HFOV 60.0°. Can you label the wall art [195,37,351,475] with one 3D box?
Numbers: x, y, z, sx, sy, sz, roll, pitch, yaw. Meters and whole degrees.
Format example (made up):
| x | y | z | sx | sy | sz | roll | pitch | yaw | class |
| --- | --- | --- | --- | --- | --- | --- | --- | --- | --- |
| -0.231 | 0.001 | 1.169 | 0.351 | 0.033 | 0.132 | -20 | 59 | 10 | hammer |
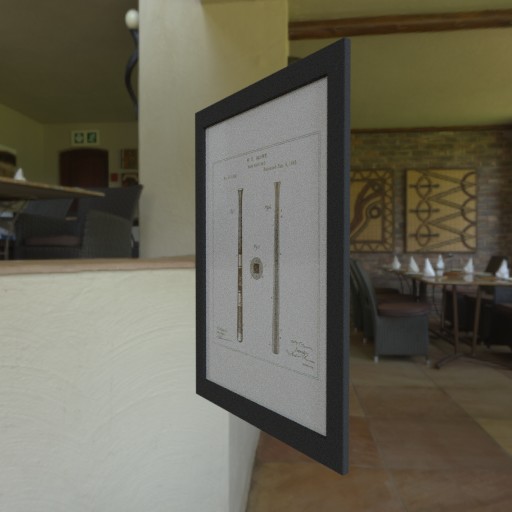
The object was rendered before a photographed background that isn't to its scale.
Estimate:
| x | y | z | sx | sy | sz | roll | pitch | yaw | class |
| --- | --- | --- | --- | --- | --- | --- | --- | --- | --- |
| 0.000 | 0.000 | 0.687 | 0.012 | 0.529 | 0.374 | -1 | 2 | -36 | wall art |
